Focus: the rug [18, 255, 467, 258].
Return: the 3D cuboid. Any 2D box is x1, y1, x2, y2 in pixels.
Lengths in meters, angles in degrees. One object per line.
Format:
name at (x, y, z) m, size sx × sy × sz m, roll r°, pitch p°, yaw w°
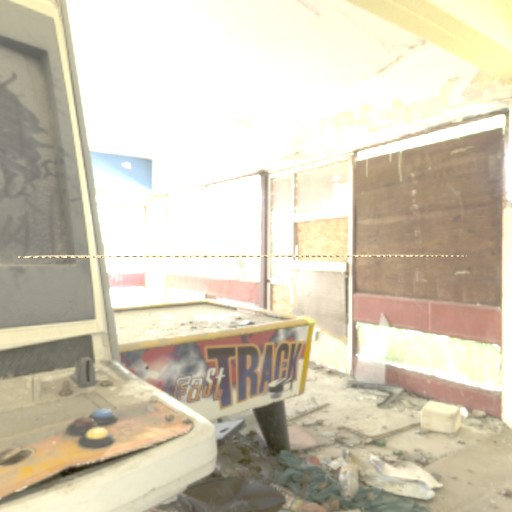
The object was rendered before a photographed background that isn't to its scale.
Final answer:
rug at (0.000, 0.000, 2.496) m, size 2.277 × 0.008 × 0.676 m, roll 0°, pitch 0°, yaw -16°
